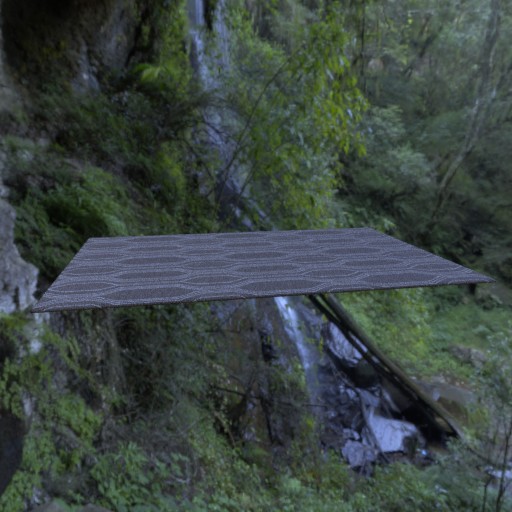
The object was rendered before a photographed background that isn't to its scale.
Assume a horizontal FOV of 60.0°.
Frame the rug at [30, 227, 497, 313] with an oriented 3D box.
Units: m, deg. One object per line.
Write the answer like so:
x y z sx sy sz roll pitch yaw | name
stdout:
0.000 0.000 2.285 1.836 0.012 1.239 -3 15 -11 | rug
